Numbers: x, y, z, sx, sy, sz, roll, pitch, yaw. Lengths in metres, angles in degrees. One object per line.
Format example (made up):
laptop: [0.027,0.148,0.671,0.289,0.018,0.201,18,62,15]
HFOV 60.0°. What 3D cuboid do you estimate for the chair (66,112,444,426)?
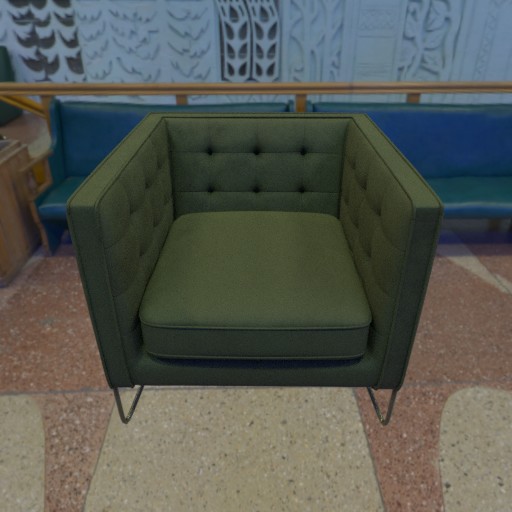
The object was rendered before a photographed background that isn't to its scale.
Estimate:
chair: [0.000,0.000,1.544,0.880,0.790,0.894,0,31,0]
